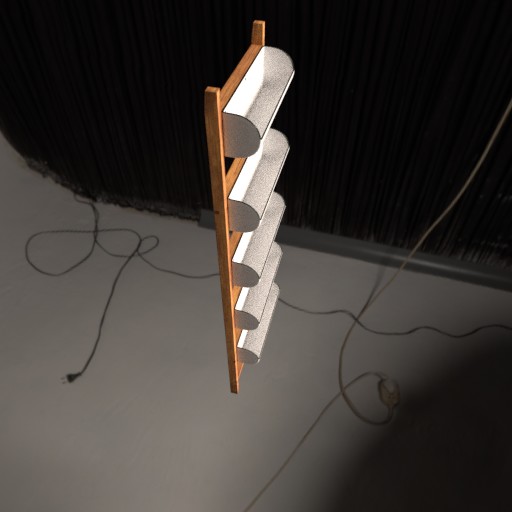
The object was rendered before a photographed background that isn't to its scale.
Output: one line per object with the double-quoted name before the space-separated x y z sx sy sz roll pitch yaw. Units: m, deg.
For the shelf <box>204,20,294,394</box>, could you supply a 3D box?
"shelf" 0.000 0.000 1.773 0.141 1.600 0.454 11 49 10
